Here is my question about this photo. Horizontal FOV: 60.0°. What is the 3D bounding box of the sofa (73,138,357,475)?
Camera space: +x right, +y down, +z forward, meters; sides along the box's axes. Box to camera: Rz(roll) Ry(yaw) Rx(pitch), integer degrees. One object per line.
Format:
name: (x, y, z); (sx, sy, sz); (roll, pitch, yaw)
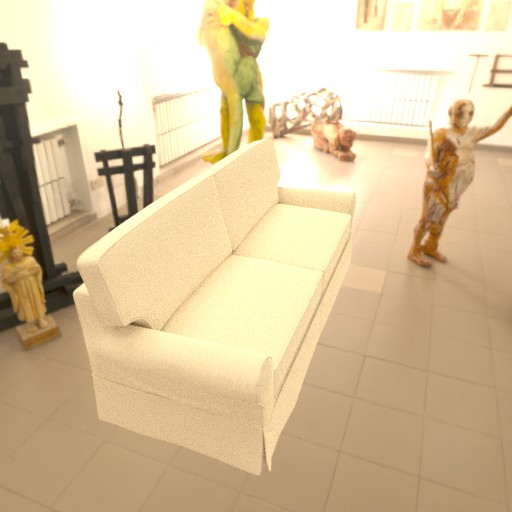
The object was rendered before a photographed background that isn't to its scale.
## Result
sofa: (0.000, 0.000, 2.545); (0.862, 0.937, 2.021); (10, 30, 18)
